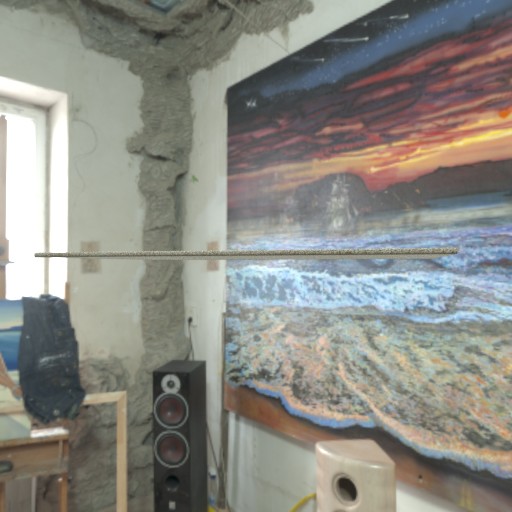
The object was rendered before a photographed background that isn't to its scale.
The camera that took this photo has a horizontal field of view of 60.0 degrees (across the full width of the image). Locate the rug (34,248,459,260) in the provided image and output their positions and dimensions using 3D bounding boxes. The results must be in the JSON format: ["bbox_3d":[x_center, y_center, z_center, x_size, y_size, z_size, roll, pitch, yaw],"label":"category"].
[{"bbox_3d":[0.000,0.000,3.112,2.438,0.030,1.524,0,-1,18],"label":"rug"}]
